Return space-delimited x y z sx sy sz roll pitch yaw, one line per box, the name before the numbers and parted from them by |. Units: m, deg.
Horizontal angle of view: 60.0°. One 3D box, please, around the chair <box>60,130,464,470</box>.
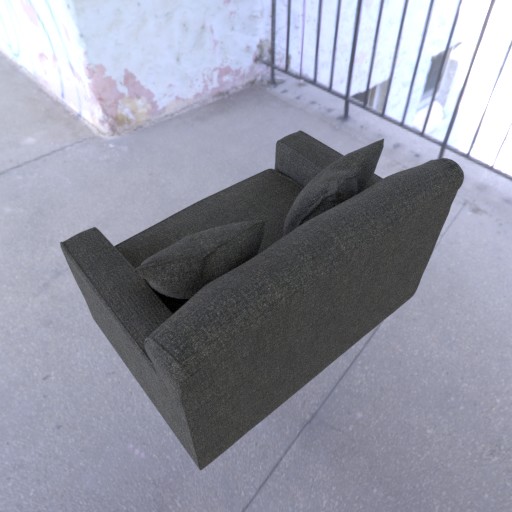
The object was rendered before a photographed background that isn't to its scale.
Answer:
chair | 0.000 0.000 2.005 1.383 0.948 1.000 -31 54 -26
